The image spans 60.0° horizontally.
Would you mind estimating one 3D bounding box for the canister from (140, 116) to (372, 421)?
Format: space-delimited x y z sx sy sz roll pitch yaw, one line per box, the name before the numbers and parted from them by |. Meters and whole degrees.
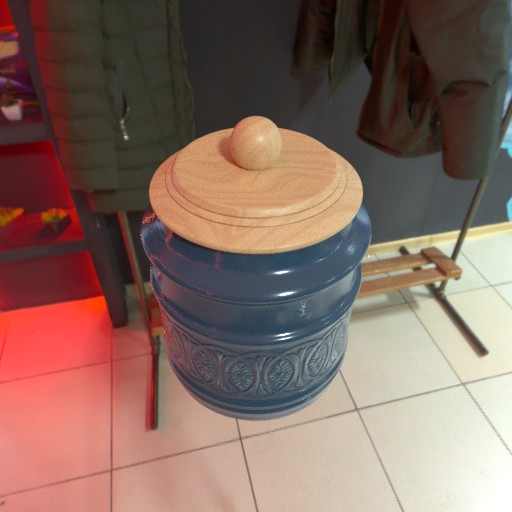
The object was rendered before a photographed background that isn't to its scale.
canister | 0.000 0.000 0.273 0.130 0.176 0.130 0 42 0
